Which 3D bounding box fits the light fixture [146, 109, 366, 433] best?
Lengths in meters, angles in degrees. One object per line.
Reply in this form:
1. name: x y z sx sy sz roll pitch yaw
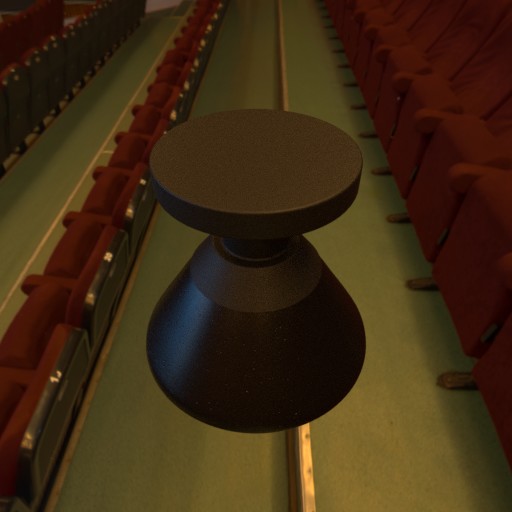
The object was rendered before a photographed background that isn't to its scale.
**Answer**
1. light fixture: 0.000 0.000 0.351 0.200 0.183 0.200 0 41 0
